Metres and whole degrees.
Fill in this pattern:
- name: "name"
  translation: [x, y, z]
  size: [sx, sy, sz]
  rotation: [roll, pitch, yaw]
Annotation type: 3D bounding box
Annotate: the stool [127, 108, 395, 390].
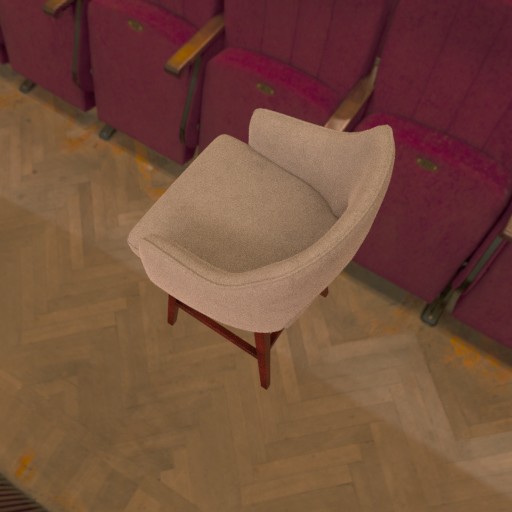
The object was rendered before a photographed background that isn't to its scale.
- name: "stool"
  translation: [0.000, 0.000, 1.355]
  size: [0.558, 1.012, 0.548]
  rotation: [31, 67, 14]
